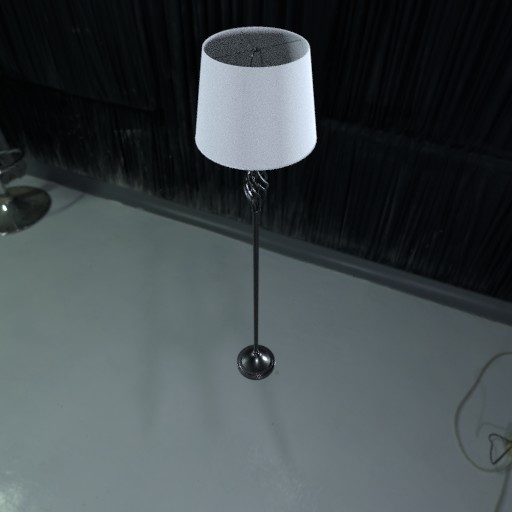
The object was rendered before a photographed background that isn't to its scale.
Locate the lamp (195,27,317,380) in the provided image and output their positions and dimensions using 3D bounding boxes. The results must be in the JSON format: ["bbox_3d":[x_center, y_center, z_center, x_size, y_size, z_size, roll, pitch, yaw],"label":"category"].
[{"bbox_3d":[0.000,0.000,1.777,0.379,1.623,0.379,0,46,0],"label":"lamp"}]
